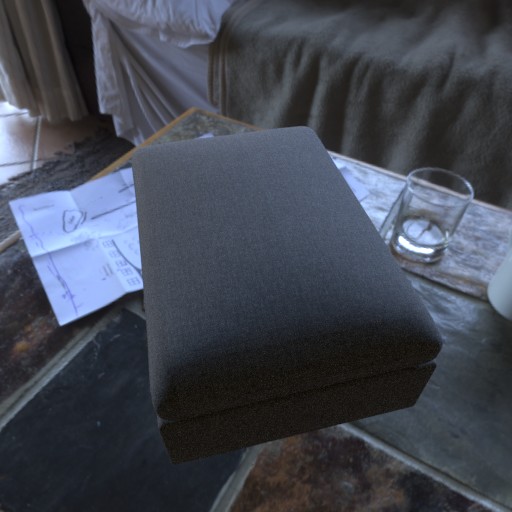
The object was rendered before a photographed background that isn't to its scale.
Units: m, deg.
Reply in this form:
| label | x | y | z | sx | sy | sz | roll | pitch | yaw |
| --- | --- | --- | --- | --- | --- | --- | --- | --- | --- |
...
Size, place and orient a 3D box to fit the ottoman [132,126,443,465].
| label | x | y | z | sx | sy | sz | roll | pitch | yaw |
| --- | --- | --- | --- | --- | --- | --- | --- | --- | --- |
| ottoman | 0.000 | 0.000 | 1.437 | 0.711 | 0.483 | 1.041 | -10 | 47 | -9 |
